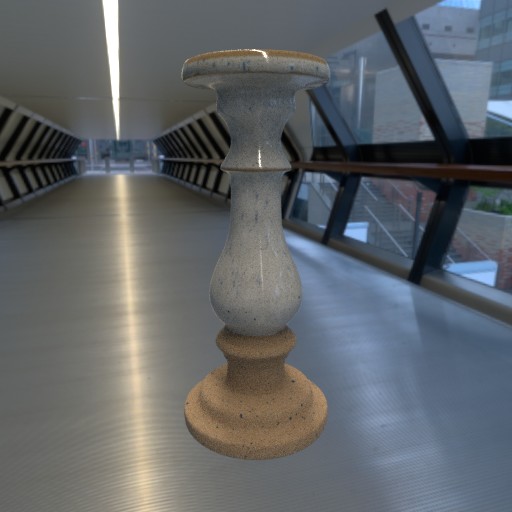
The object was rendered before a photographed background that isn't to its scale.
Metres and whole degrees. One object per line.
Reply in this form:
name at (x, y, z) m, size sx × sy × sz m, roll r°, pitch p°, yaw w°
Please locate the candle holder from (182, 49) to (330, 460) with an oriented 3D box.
candle holder at (0.000, 0.000, 0.252) m, size 0.088 × 0.203 × 0.088 m, roll 0°, pitch 13°, yaw 0°
